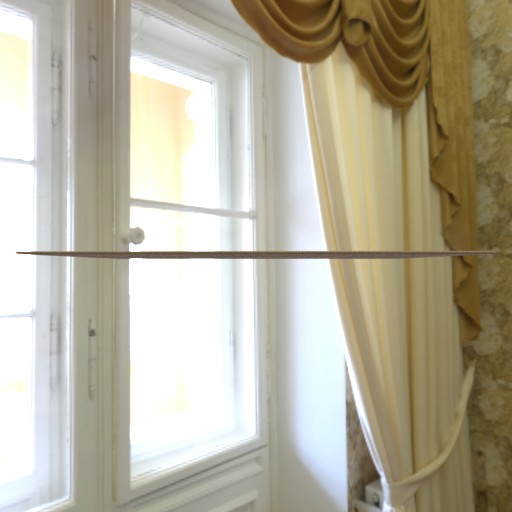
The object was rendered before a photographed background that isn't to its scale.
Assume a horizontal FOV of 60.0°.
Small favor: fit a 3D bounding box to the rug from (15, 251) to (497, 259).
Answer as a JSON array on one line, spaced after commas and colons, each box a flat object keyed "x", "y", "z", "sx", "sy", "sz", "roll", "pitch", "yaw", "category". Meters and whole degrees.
[{"x": 0.000, "y": 0.000, "z": 2.853, "sx": 2.294, "sy": 0.014, "sz": 1.528, "roll": 0, "pitch": -1, "yaw": 1, "category": "rug"}]
